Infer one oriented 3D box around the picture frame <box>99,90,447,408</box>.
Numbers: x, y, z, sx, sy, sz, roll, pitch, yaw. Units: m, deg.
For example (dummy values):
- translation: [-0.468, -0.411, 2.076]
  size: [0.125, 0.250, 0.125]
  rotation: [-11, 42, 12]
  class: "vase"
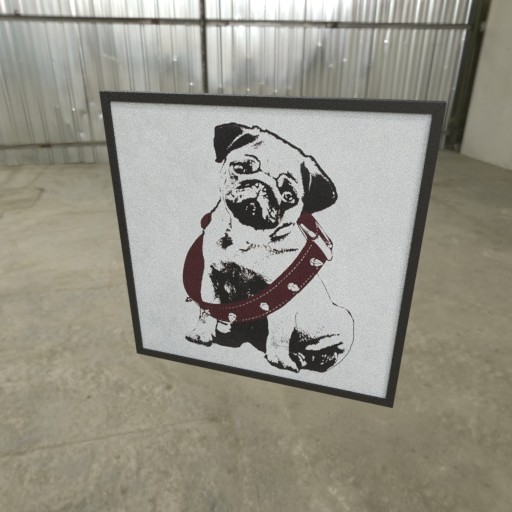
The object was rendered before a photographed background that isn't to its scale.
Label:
- translation: [0.000, 0.000, 1.133]
  size: [0.775, 0.775, 0.032]
  rotation: [8, 27, 16]
  class: "picture frame"
